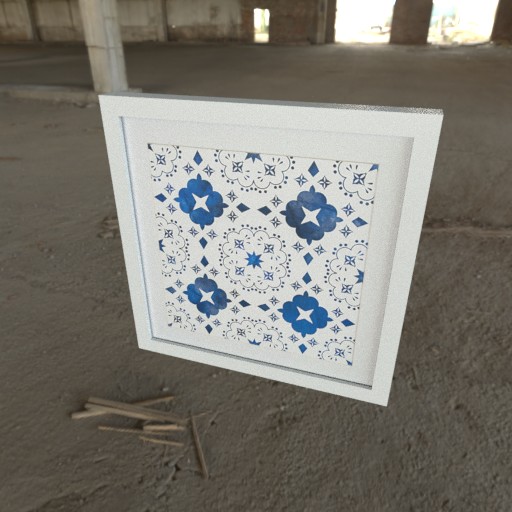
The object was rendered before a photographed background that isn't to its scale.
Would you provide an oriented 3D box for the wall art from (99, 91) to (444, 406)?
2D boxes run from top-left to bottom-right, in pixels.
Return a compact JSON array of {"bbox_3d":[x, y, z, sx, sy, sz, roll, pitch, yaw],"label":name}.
[{"bbox_3d":[0.000,0.000,0.532,0.355,0.355,0.027,9,30,16],"label":"wall art"}]
